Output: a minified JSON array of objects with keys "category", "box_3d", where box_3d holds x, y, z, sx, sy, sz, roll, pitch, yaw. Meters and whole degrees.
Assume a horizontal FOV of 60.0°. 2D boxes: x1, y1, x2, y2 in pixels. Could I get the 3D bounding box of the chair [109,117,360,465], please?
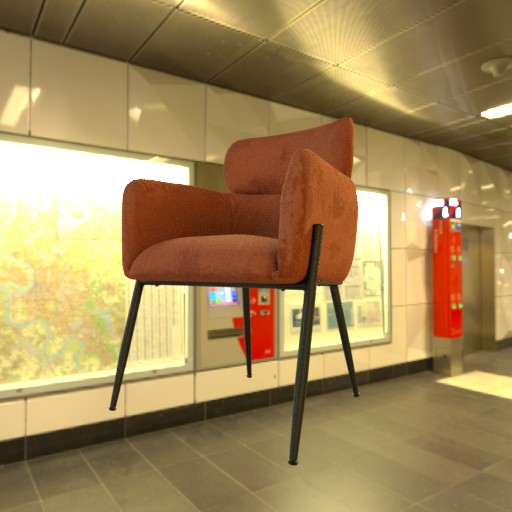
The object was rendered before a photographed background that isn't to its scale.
[{"category":"chair","box_3d":[0.000,0.000,1.160,0.561,0.772,0.523,-1,-2,36]}]
